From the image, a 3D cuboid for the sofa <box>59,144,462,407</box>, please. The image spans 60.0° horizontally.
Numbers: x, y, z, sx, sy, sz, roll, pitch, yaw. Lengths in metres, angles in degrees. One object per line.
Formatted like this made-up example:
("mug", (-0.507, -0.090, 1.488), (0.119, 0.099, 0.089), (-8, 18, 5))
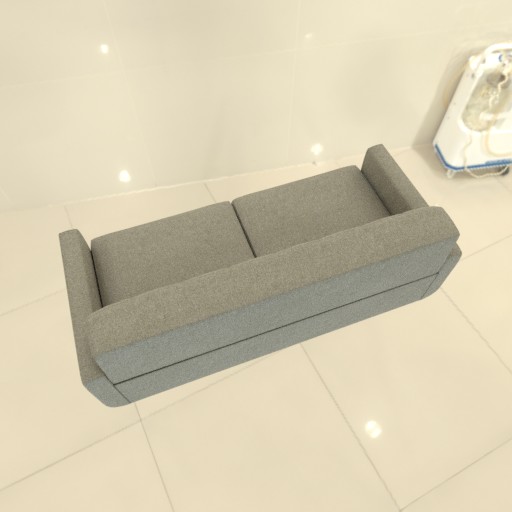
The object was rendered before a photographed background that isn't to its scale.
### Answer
("sofa", (0.000, 0.000, 2.587), (2.055, 0.873, 0.968), (-17, 59, -11))
